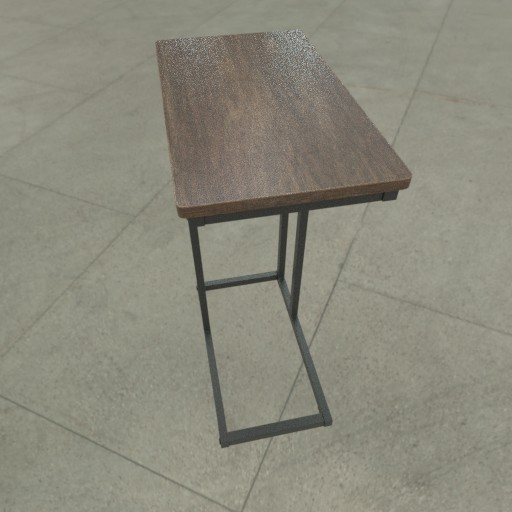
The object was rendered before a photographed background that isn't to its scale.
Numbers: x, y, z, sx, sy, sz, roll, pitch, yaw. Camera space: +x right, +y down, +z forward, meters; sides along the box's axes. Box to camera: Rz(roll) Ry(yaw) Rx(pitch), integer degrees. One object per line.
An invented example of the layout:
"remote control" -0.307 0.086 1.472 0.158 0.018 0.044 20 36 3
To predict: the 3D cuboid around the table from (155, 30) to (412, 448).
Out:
"table" 0.000 0.000 0.835 0.254 0.637 0.450 -8 46 -8
